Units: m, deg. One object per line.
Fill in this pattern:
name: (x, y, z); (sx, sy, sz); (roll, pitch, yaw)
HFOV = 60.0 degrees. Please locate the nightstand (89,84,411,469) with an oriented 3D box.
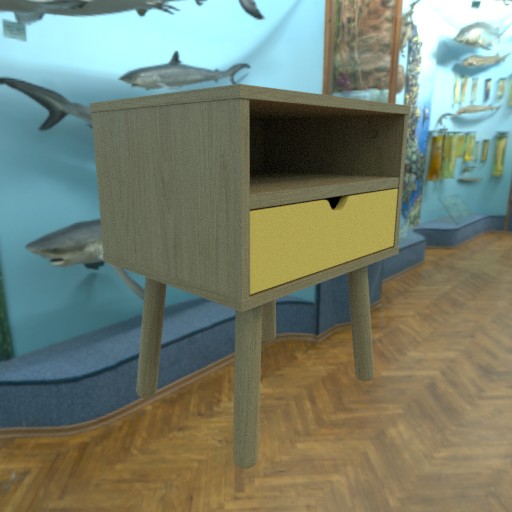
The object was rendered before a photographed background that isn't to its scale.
nightstand: (0.000, 0.000, 0.880); (0.380, 0.571, 0.450); (13, 20, 42)
